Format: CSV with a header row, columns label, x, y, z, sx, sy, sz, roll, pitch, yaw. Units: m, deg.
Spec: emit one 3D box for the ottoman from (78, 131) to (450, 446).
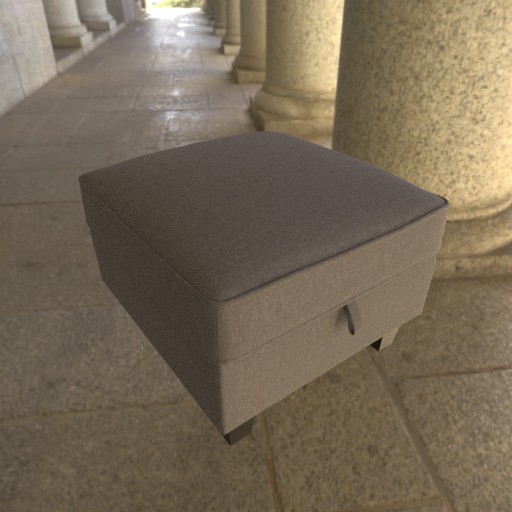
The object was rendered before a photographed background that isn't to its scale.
label,x,y,z,sx,sy,sz,roll,pitch,yaw
ottoman,0.000,0.000,1.413,0.808,0.612,0.871,-21,38,-30
